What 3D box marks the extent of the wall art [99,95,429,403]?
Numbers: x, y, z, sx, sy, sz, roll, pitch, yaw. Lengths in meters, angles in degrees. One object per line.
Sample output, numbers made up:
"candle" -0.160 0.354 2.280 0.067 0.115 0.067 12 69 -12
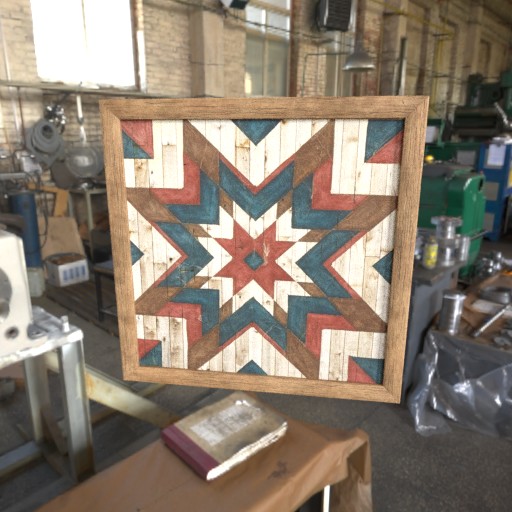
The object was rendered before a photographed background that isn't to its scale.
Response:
"wall art" 0.000 0.000 1.026 0.695 0.691 0.029 2 15 8
